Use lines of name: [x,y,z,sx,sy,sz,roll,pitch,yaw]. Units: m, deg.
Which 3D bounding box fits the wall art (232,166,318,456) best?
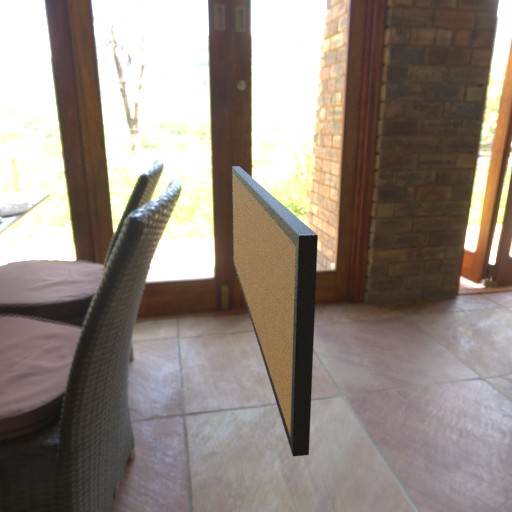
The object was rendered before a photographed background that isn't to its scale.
wall art: [0.000,0.000,1.749,0.041,0.554,1.572,-2,17,-8]
